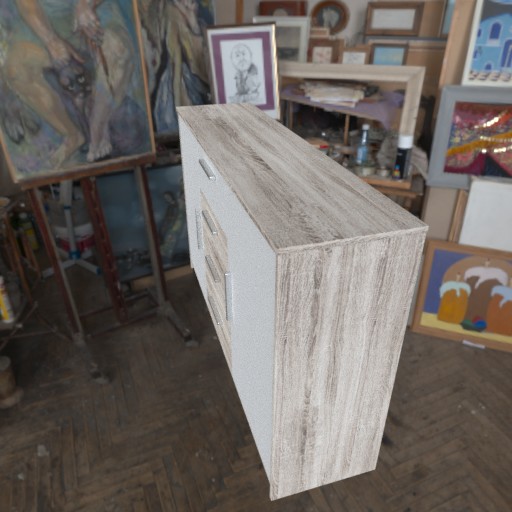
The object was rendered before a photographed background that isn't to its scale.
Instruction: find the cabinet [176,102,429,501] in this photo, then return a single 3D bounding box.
[{"bbox_3d":[0.000,0.000,1.786,0.380,0.900,1.450,-9,31,-15],"label":"cabinet"}]
